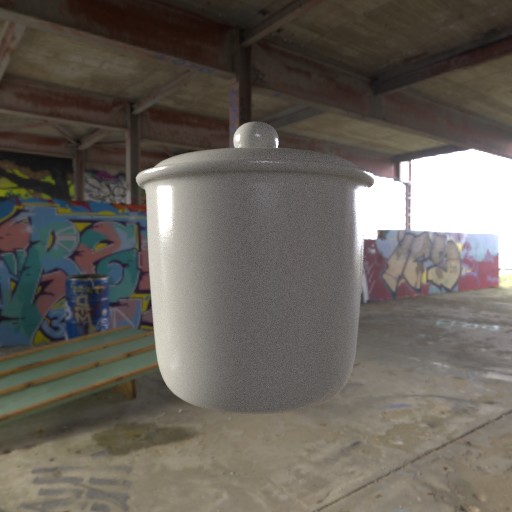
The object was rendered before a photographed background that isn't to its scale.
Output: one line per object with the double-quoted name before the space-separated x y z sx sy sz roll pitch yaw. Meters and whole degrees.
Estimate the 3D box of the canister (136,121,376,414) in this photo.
"canister" 0.000 0.000 0.349 0.182 0.208 0.182 0 1 0
